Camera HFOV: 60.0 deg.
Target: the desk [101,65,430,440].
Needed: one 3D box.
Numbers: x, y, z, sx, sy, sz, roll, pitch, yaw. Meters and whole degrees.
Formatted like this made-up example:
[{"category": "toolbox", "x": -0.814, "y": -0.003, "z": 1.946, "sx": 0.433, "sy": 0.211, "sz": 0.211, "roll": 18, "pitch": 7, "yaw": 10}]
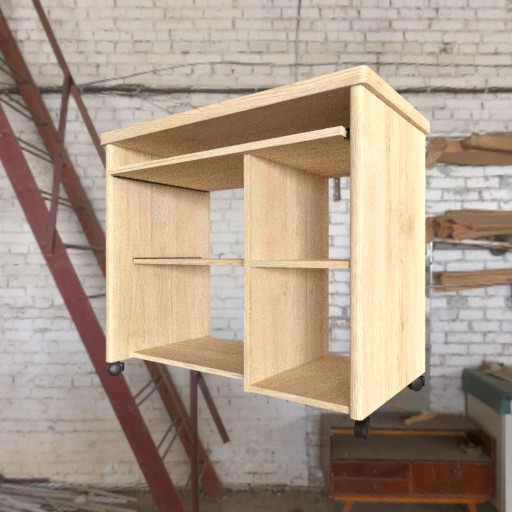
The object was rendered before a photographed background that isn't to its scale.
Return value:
[{"category": "desk", "x": 0.000, "y": 0.000, "z": 1.338, "sx": 0.885, "sy": 0.770, "sz": 0.480, "roll": 0, "pitch": 0, "yaw": 36}]
